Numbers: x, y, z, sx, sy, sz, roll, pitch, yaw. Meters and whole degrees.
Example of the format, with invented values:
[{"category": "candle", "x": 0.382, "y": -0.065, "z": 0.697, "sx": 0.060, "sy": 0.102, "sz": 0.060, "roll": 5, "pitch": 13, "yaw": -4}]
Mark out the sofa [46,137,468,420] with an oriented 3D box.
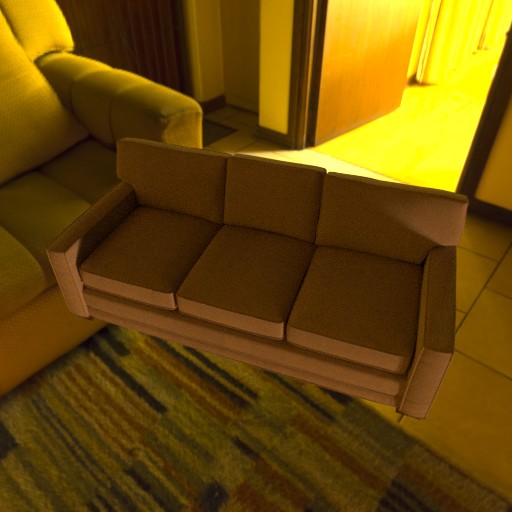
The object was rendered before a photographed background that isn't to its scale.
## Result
[{"category": "sofa", "x": 0.000, "y": 0.000, "z": 2.511, "sx": 2.093, "sy": 0.862, "sz": 0.936, "roll": 13, "pitch": 42, "yaw": 15}]
